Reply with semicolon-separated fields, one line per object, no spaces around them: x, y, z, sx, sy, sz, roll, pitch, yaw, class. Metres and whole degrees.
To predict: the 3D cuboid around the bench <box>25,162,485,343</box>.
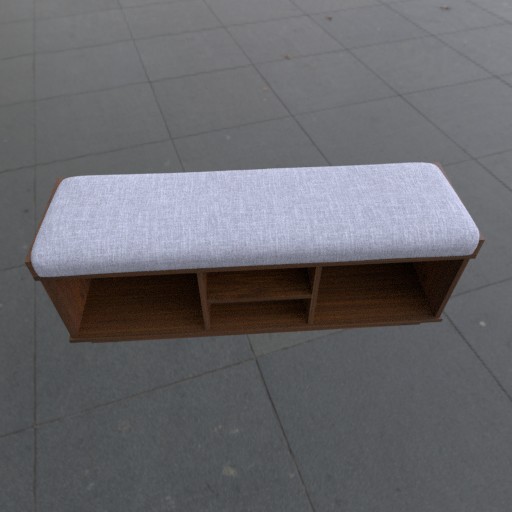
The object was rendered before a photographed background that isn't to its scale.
0.000;0.000;1.407;1.196;0.468;0.367;-3;47;-3;bench
